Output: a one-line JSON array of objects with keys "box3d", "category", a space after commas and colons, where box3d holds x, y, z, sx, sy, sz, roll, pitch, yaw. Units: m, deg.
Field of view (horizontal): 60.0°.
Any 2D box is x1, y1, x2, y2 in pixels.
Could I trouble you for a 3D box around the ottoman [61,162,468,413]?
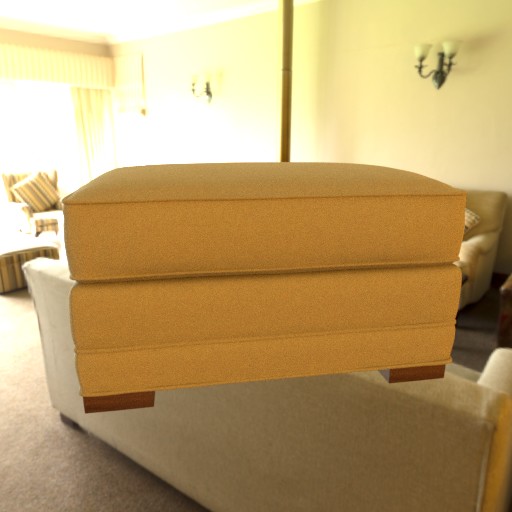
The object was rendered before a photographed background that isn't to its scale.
[{"box3d": [0.000, 0.000, 1.182, 0.848, 0.482, 0.611, -3, 16, -10], "category": "ottoman"}]
